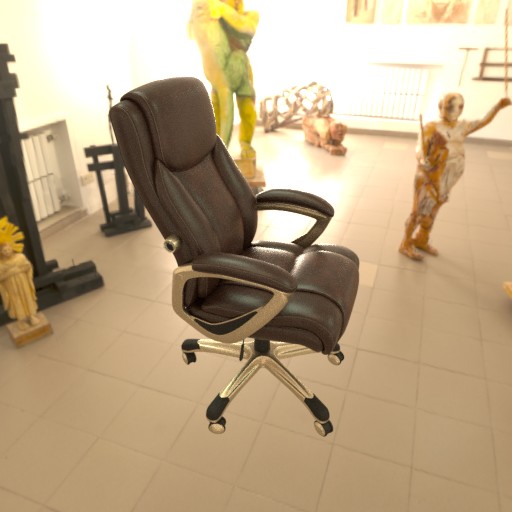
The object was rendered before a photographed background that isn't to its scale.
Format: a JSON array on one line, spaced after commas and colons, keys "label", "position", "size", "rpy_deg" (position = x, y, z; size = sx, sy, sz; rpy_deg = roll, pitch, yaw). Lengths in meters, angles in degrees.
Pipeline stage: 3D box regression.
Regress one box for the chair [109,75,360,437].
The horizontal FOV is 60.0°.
[{"label": "chair", "position": [0.000, 0.000, 1.634], "size": [0.749, 1.194, 0.692], "rpy_deg": [10, 31, 17]}]
